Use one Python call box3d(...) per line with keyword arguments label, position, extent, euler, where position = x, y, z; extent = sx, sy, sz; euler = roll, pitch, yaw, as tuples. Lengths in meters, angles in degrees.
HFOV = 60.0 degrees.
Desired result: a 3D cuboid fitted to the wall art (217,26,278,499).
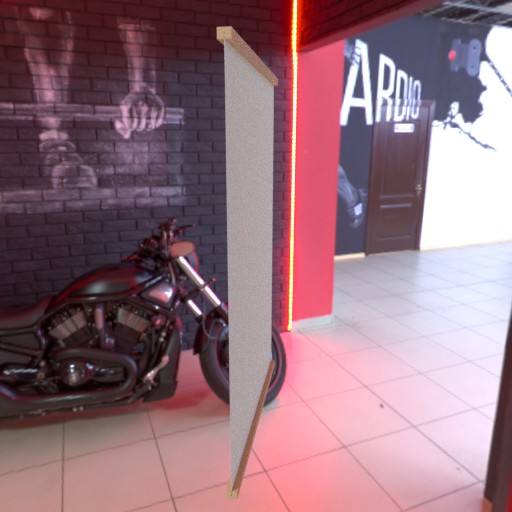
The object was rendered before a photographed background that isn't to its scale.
box3d(label="wall art", position=(0.000, 0.000, 1.843), extent=(0.040, 1.510, 0.991), euler=(2, 14, 10))
